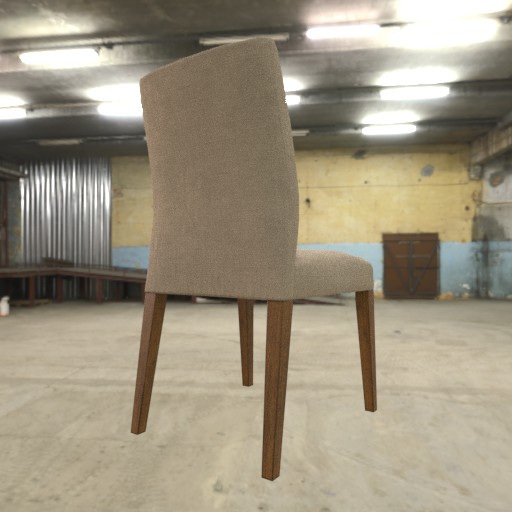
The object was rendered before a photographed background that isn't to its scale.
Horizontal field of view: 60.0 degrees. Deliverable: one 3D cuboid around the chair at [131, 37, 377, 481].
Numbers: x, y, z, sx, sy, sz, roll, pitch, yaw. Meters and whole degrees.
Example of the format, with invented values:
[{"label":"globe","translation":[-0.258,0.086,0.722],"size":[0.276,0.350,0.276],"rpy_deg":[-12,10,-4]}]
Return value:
[{"label":"chair","translation":[0.000,0.000,1.265],"size":[0.496,0.940,0.585],"rpy_deg":[0,-1,35]}]
